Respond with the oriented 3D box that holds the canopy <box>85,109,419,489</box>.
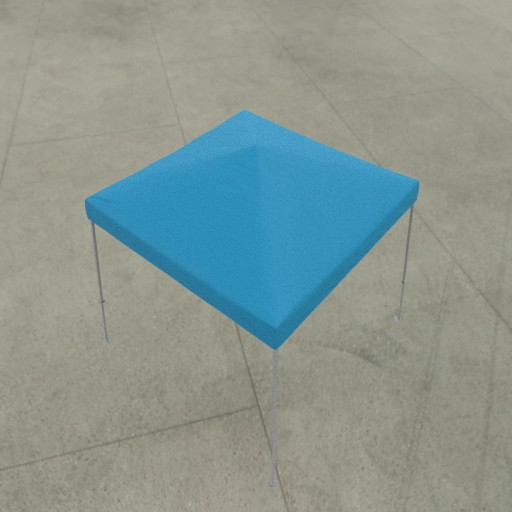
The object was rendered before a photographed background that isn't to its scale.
[{"bbox_3d":[0.000,0.000,6.319,3.600,3.600,3.599,31,53,27],"label":"canopy"}]
